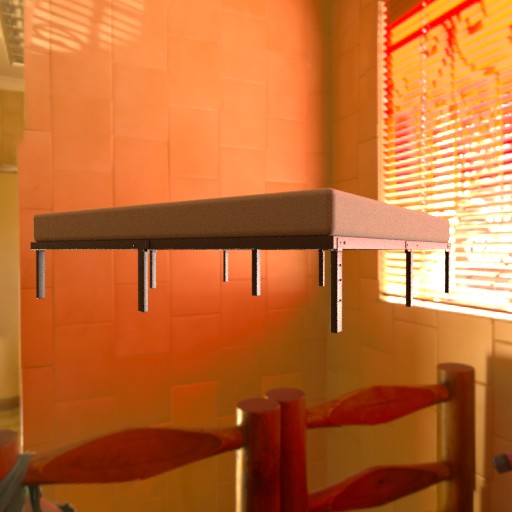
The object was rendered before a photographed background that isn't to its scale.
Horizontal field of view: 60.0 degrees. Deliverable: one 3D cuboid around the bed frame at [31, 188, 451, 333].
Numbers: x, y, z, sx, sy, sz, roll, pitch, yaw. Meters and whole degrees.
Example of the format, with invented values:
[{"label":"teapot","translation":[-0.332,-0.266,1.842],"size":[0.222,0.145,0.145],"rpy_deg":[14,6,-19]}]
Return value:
[{"label":"bed frame","translation":[0.000,0.000,3.802],"size":[2.635,0.680,2.526],"rpy_deg":[0,1,35]}]
